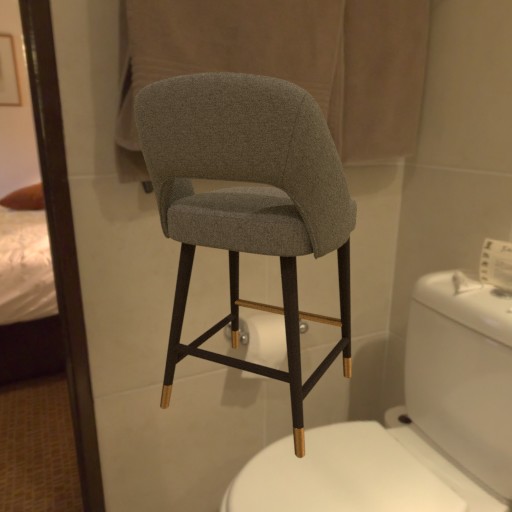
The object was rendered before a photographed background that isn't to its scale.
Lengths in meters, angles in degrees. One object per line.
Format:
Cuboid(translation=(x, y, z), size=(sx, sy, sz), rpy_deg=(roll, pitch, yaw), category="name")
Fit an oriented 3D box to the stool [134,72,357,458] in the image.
Cuboid(translation=(0.000, 0.000, 1.263), size=(0.536, 0.925, 0.524), rpy_deg=(8, 18, 27), category="stool")
